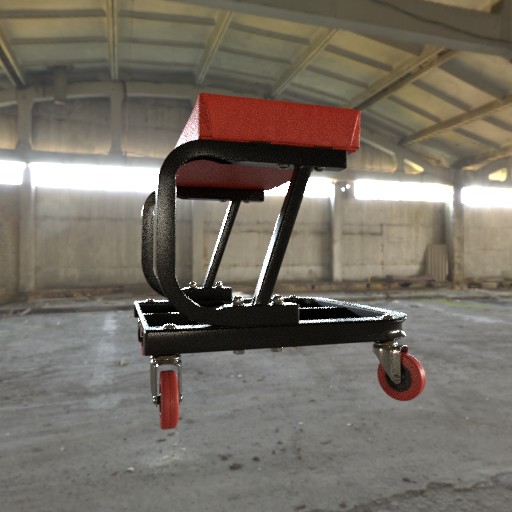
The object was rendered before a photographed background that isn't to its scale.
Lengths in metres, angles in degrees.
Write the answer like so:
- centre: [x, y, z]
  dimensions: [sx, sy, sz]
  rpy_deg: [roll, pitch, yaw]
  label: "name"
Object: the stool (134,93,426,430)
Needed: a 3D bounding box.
- centre: [0.000, 0.000, 0.720]
  dimensions: [0.371, 0.380, 0.446]
  rpy_deg: [0, 0, -17]
  label: "stool"
